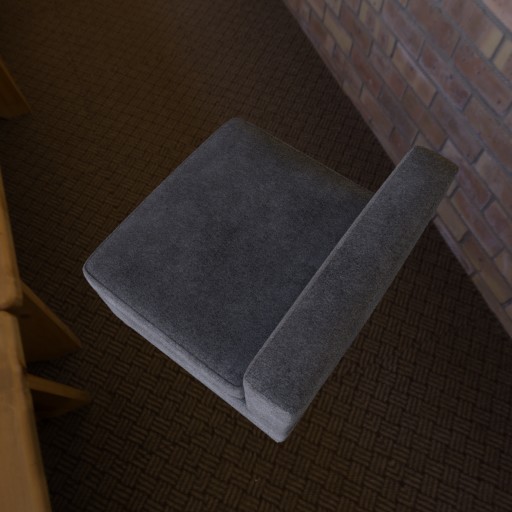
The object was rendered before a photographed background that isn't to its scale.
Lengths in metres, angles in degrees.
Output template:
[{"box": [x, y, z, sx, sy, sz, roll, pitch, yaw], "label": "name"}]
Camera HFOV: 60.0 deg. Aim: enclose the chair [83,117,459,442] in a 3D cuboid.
[{"box": [0.000, 0.000, 1.230, 0.680, 0.660, 0.680, 33, 68, 16], "label": "chair"}]
